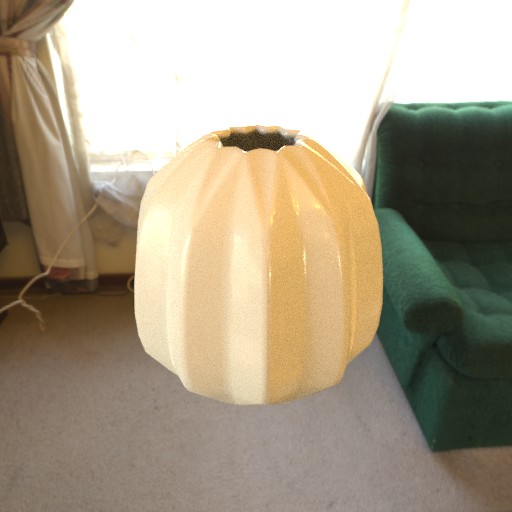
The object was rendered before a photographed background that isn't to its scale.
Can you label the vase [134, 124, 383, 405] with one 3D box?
[{"bbox_3d":[0.000,0.000,0.248,0.139,0.134,0.139,0,30,0],"label":"vase"}]
